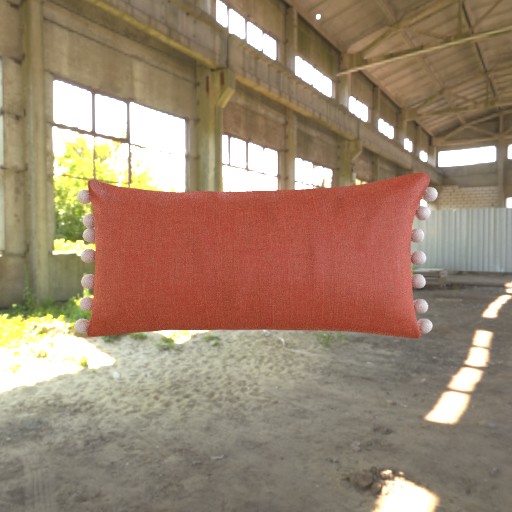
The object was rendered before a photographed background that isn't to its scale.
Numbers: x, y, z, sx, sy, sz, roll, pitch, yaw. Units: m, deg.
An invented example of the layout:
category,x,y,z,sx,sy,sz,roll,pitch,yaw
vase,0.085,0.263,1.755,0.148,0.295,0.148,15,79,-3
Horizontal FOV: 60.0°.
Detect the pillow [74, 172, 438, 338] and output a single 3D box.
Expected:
category,x,y,z,sx,sy,sz,roll,pitch,yaw
pillow,0.000,0.000,0.854,0.709,0.322,0.201,0,2,0
